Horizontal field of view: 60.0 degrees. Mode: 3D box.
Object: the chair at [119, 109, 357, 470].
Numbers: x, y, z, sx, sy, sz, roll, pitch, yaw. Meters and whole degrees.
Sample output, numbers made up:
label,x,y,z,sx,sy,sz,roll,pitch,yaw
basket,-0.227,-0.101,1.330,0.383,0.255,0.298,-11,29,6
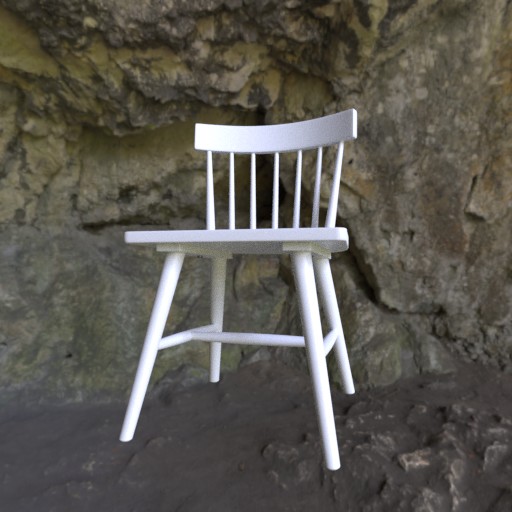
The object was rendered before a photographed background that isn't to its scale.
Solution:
label,x,y,z,sx,sy,sz,roll,pitch,yaw
chair,0.000,0.000,1.108,0.483,0.787,0.500,0,0,17
